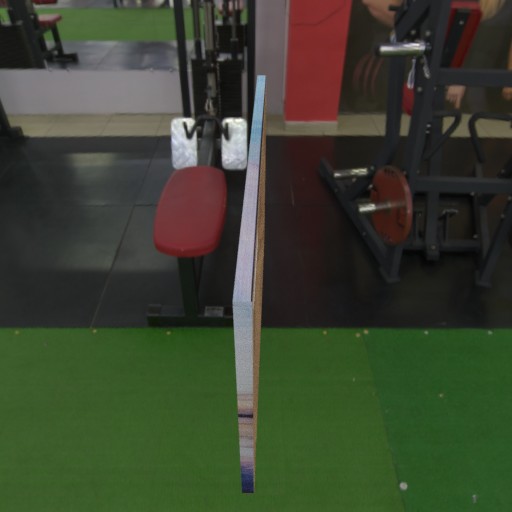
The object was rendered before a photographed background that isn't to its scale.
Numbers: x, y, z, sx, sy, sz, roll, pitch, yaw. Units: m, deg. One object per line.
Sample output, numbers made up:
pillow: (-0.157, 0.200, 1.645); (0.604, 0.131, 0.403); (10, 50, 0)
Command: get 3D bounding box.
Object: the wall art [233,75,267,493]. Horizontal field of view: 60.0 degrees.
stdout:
wall art: (0.000, 0.000, 1.414); (0.034, 0.756, 1.137); (1, 40, 2)
